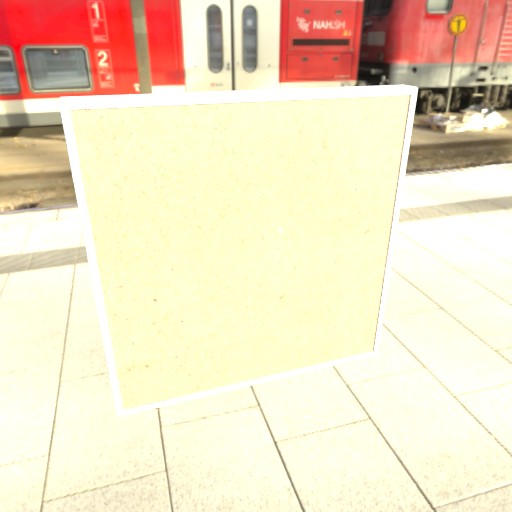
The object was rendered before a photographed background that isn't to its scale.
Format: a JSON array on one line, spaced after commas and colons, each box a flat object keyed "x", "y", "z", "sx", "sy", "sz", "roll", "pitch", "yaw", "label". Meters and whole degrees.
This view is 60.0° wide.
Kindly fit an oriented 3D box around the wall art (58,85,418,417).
[{"x": 0.000, "y": 0.000, "z": 0.726, "sx": 0.508, "sy": 0.508, "sz": 0.038, "roll": -9, "pitch": 27, "yaw": -17, "label": "wall art"}]
